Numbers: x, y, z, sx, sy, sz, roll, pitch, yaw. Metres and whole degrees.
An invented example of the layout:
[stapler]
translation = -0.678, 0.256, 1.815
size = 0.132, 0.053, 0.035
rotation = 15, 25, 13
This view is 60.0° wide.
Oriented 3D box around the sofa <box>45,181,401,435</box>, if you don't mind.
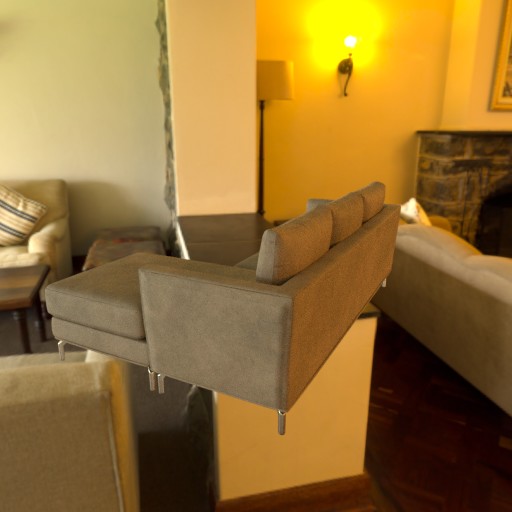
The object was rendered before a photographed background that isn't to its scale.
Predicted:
[sofa]
translation = 0.000, 0.000, 3.286
size = 1.622, 0.987, 2.438
rotation = 8, 19, 26
